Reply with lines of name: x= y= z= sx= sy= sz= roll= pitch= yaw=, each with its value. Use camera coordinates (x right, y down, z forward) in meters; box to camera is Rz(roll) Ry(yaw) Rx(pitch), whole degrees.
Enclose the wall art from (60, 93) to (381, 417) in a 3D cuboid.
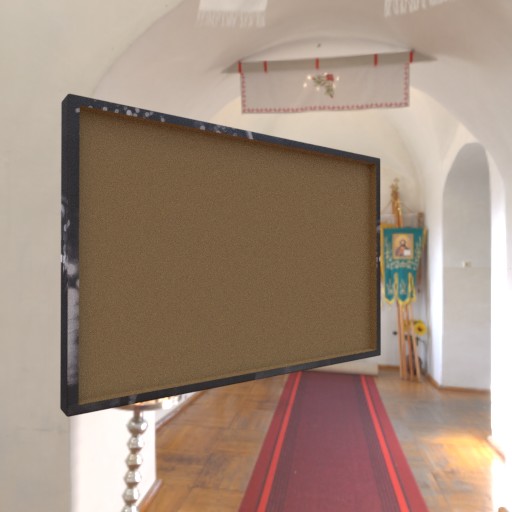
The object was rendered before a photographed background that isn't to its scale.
wall art: x=0.000 y=0.000 z=0.747 sx=0.609 sy=0.406 sz=0.037 roll=0 pitch=-1 yaw=-36
